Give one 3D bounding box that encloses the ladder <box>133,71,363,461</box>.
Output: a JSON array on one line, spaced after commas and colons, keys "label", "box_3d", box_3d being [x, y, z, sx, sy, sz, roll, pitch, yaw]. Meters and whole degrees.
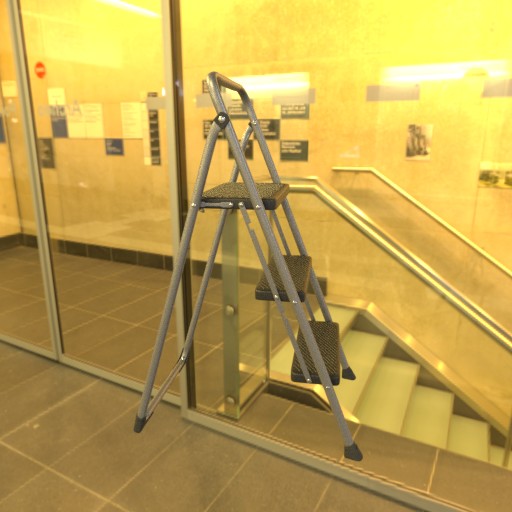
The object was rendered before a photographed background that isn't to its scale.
[{"label": "ladder", "box_3d": [0.000, 0.000, 1.260, 0.629, 0.945, 0.430, 3, 16, 9]}]
